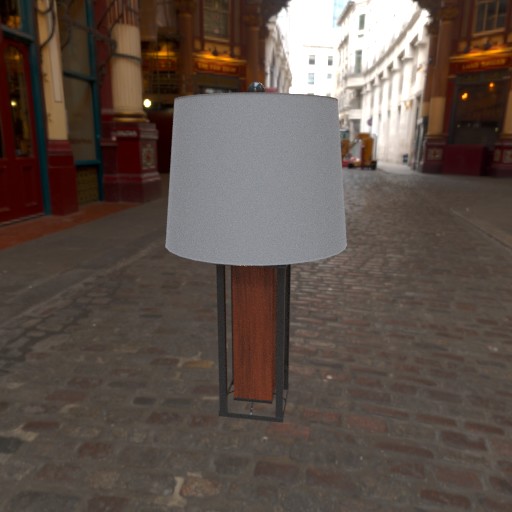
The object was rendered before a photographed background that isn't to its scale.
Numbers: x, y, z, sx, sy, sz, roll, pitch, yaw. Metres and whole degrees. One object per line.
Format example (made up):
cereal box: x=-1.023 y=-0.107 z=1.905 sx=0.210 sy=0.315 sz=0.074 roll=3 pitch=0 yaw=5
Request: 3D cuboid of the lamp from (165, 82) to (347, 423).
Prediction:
lamp: x=0.000 y=0.000 z=0.802 sx=0.320 sy=0.591 sz=0.320 roll=0 pitch=15 yaw=0
